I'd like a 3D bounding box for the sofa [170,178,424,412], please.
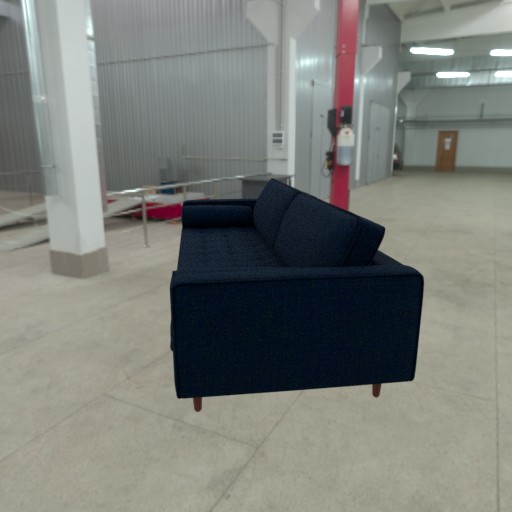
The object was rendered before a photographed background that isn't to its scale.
[{"bbox_3d":[0.000,0.000,2.599,0.914,0.762,2.210,-2,14,-8],"label":"sofa"}]
